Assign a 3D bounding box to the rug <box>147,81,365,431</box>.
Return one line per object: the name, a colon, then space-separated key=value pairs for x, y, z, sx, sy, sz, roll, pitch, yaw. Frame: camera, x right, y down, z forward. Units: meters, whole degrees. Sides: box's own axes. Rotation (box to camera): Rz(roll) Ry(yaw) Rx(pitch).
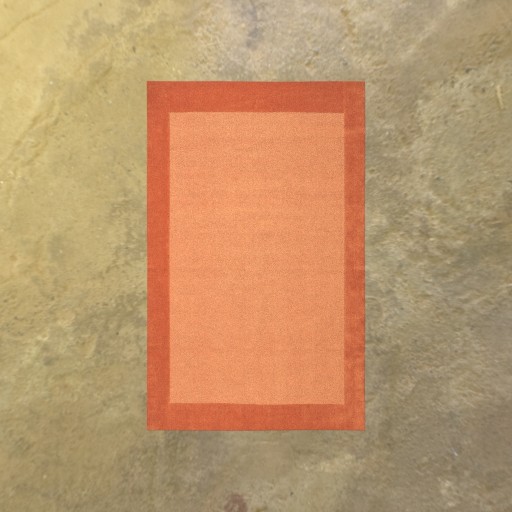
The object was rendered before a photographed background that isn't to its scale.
rug: x=0.000 y=0.000 z=3.093 sx=1.524 sy=0.014 sz=2.438 roll=0 pitch=90 yaw=0
